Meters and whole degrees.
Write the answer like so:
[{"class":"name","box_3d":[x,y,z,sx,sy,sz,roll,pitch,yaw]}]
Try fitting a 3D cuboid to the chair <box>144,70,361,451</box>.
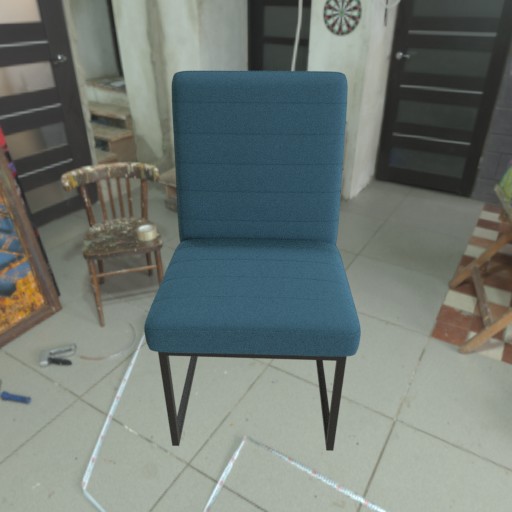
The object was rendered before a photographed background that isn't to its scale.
[{"class":"chair","box_3d":[0.000,0.000,1.290,0.520,0.930,0.634,1,31,2]}]
